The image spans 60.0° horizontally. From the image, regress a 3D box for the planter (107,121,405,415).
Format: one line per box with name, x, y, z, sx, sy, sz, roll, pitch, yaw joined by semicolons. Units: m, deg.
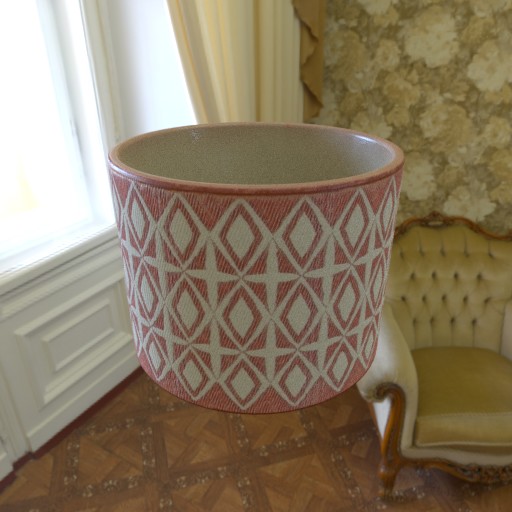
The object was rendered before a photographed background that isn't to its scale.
planter;0.000;0.000;0.476;0.273;0.237;0.273;0;26;0
